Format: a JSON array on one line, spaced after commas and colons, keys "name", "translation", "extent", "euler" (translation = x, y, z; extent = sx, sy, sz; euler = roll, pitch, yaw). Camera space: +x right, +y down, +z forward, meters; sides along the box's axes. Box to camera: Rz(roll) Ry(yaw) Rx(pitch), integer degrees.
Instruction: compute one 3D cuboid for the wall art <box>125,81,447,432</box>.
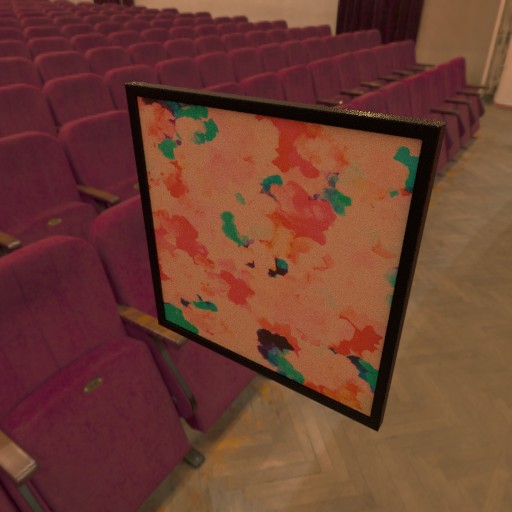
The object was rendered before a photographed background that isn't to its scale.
[{"name": "wall art", "translation": [0.000, 0.000, 1.112], "extent": [0.756, 0.755, 0.036], "euler": [19, 35, 29]}]
